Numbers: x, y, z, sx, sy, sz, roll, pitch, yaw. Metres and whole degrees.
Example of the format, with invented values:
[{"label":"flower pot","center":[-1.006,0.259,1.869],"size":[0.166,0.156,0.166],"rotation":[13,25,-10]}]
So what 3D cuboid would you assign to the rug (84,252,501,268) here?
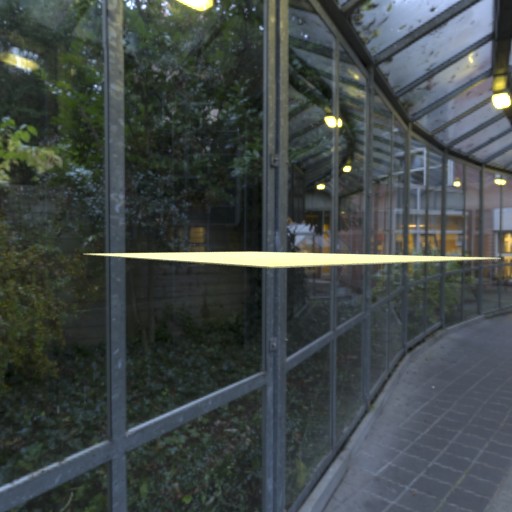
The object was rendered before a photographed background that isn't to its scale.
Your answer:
[{"label":"rug","center":[0.000,0.000,2.811],"size":[1.524,0.006,2.286],"rotation":[-1,2,-36]}]
